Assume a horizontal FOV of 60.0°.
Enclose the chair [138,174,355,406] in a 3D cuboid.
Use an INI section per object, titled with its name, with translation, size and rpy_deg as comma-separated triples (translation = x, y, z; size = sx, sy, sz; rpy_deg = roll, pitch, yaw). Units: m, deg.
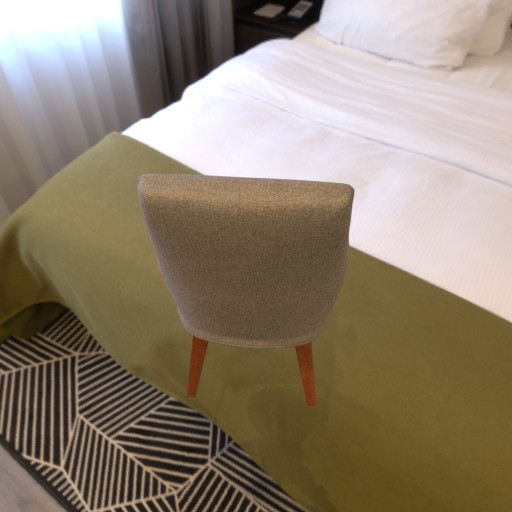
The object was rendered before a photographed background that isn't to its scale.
[chair]
translation = 0.000, 0.000, 1.259
size = 0.500, 0.930, 0.620
rpy_deg = 3, 47, 3
